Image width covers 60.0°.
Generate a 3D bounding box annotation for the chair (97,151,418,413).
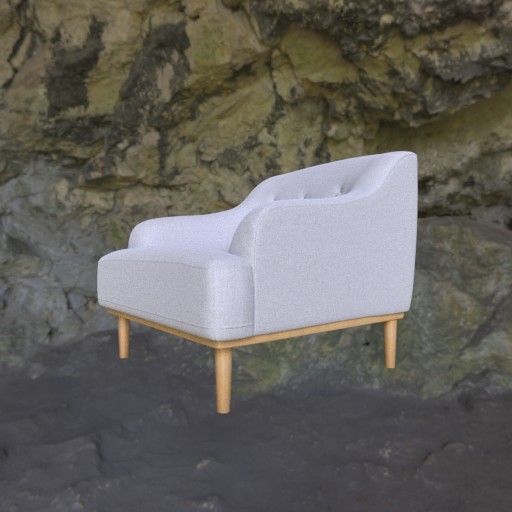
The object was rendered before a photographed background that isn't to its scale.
[{"bbox_3d":[0.000,0.000,1.710,0.951,0.818,0.946,0,1,-36],"label":"chair"}]
